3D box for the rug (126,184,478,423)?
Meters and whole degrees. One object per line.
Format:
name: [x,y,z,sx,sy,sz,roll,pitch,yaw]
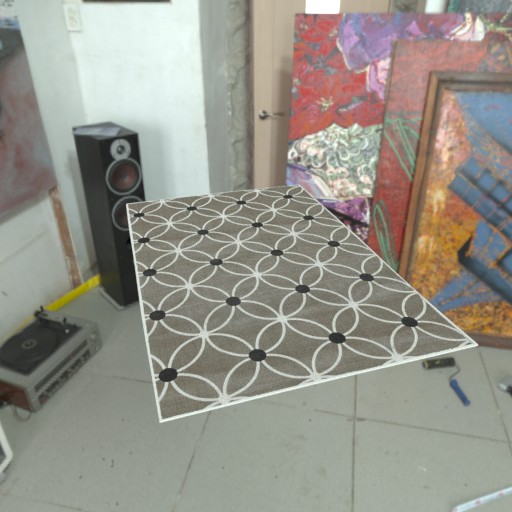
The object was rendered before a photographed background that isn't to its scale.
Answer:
rug: [0.000,0.000,2.869,1.522,0.008,2.284,-9,31,-15]
